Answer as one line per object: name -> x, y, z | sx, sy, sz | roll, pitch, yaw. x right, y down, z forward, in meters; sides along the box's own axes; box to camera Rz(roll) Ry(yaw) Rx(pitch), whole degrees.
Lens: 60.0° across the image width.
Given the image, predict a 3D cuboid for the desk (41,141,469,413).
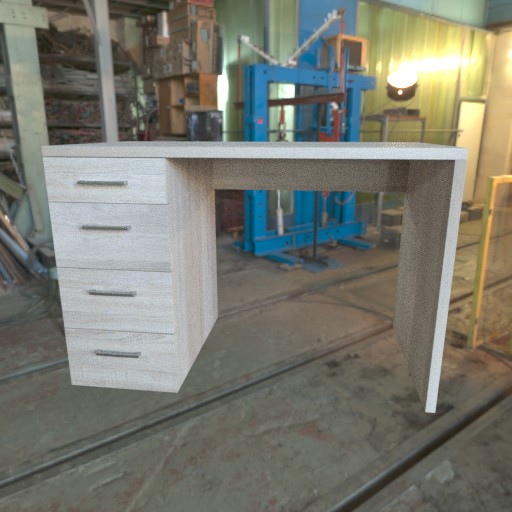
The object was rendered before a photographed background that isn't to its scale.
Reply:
desk -> 0.000, 0.000, 1.492 | 1.100, 0.731, 0.600 | 2, 16, 7
